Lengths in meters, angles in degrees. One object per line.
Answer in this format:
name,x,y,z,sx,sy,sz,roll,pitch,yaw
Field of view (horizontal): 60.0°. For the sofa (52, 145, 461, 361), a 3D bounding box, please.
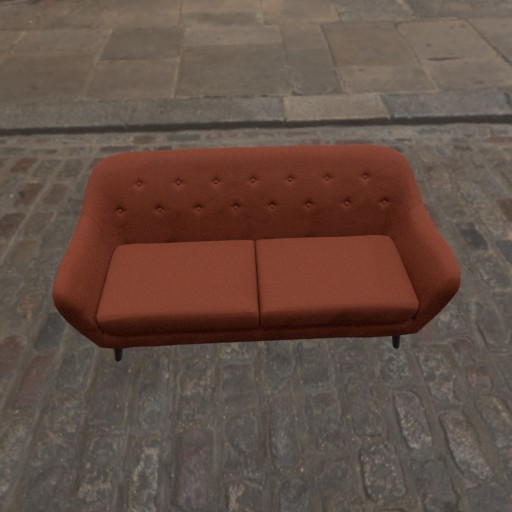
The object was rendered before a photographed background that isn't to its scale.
sofa,0.000,0.000,2.340,1.840,0.836,0.820,-2,47,-2
